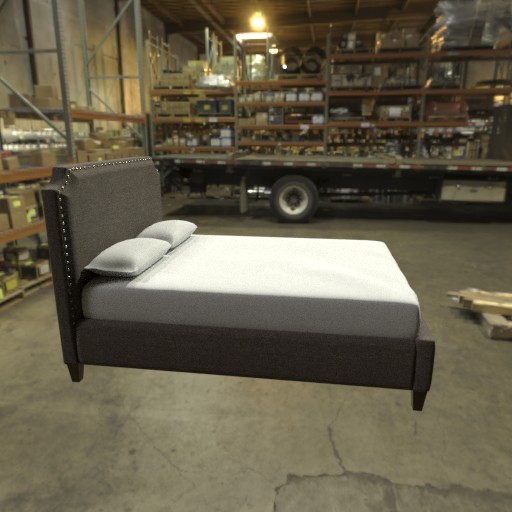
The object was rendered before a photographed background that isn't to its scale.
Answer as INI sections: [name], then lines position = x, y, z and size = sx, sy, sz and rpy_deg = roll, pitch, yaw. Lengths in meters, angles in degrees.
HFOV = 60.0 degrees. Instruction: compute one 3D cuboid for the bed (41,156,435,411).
[bed]
position = 0.000, 0.000, 3.481
size = 2.381, 1.457, 1.713
rpy_deg = 2, 15, 8
